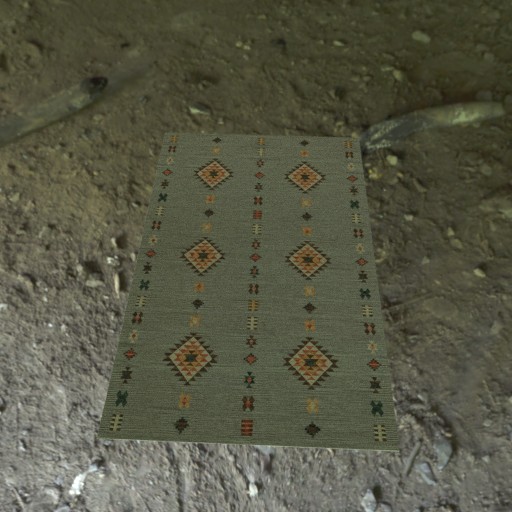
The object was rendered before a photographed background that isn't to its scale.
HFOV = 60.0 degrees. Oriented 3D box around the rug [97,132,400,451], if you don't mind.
[{"bbox_3d":[0.000,0.000,2.278,1.217,0.005,1.818,2,56,1],"label":"rug"}]
